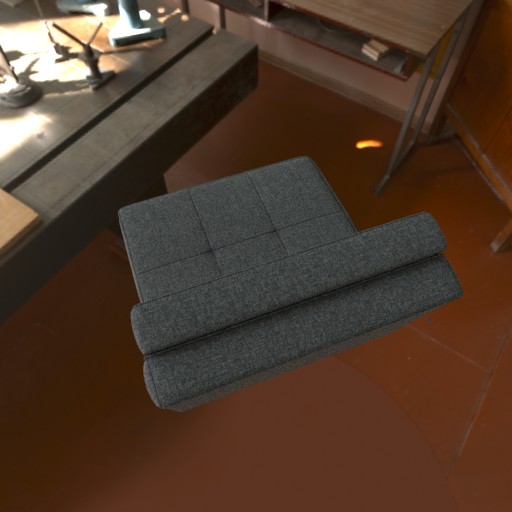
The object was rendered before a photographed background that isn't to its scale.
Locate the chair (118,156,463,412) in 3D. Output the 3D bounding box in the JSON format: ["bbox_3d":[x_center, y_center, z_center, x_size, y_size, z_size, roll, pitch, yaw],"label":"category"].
[{"bbox_3d":[0.000,0.000,1.323,0.740,0.615,0.800,-18,60,-11],"label":"chair"}]
